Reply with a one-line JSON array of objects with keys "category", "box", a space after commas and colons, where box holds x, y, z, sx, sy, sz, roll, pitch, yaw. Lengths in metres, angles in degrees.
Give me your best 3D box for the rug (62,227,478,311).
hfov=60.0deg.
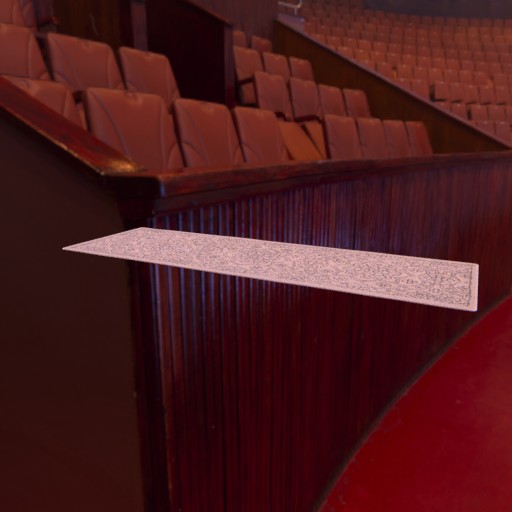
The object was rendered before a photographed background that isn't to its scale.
[{"category": "rug", "box": [0.000, 0.000, 2.699, 2.431, 0.006, 0.806, 7, 16, 25]}]
